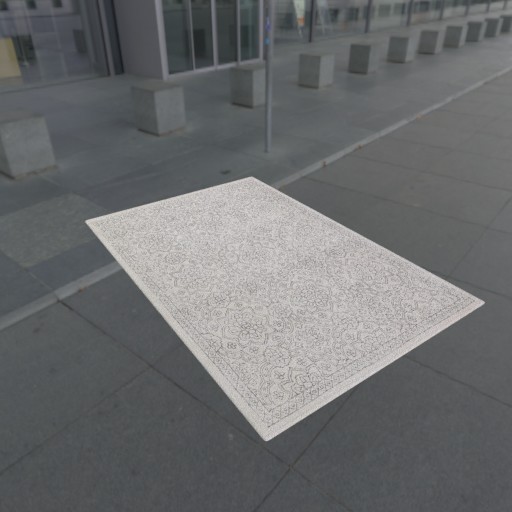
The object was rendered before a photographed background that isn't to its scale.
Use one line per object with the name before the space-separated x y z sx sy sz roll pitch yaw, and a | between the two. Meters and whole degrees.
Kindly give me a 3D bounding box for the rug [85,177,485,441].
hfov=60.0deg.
rug | 0.000 0.000 2.894 1.524 0.011 2.286 -20 37 -29
